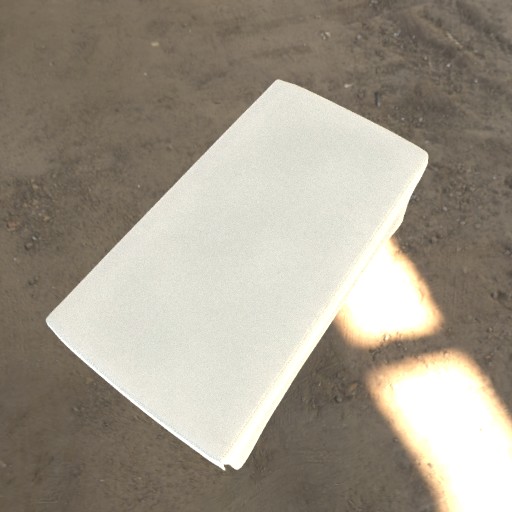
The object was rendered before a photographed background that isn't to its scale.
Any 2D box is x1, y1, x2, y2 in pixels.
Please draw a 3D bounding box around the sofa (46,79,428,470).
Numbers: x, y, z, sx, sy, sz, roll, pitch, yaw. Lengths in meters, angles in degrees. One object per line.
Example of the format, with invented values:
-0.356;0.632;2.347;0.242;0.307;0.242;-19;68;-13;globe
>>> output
0.000;0.000;2.105;0.939;0.552;1.677;32;68;15;sofa
